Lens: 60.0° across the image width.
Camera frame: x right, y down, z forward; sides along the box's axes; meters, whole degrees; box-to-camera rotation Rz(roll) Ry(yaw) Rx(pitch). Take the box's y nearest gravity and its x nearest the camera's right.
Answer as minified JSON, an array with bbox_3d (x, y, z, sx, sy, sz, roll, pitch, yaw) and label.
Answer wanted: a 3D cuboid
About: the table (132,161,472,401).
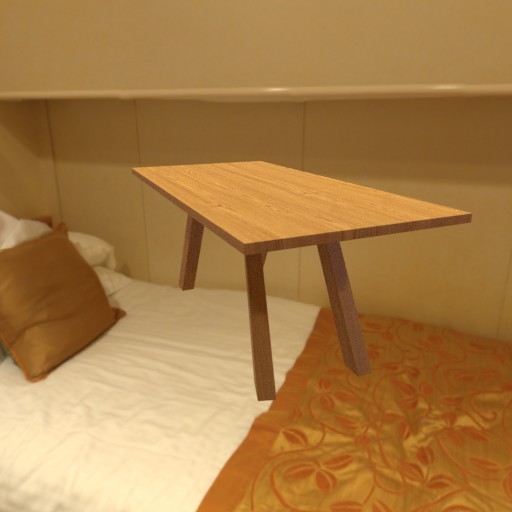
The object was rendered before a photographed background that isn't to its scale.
[{"bbox_3d":[0.000,0.000,2.320,0.901,0.750,1.797,-8,20,-23],"label":"table"}]
